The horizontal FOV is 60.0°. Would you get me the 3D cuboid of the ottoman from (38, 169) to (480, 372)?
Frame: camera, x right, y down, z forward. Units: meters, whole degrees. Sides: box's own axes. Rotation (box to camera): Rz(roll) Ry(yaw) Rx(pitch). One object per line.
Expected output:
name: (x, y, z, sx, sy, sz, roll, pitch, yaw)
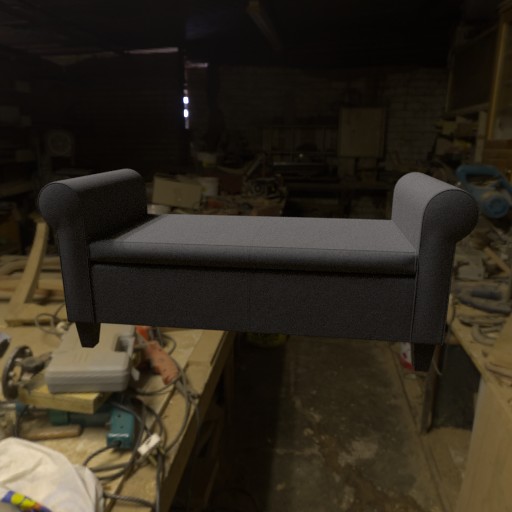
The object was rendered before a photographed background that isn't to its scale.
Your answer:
ottoman: (0.000, 0.000, 1.540, 1.256, 0.547, 0.521, 2, 16, 8)
